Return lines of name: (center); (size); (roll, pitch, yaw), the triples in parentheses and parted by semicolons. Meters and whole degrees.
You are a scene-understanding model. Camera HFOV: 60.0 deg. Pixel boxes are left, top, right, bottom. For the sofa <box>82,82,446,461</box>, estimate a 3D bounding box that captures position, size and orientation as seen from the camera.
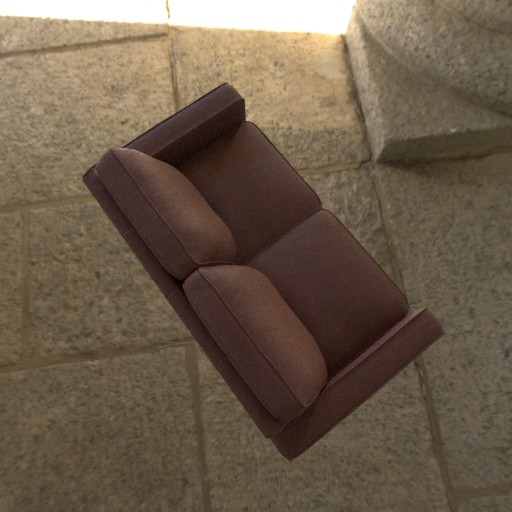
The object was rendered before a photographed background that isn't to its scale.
sofa: (0.000, 0.000, 2.261); (0.947, 0.918, 1.709); (-36, 77, -10)
